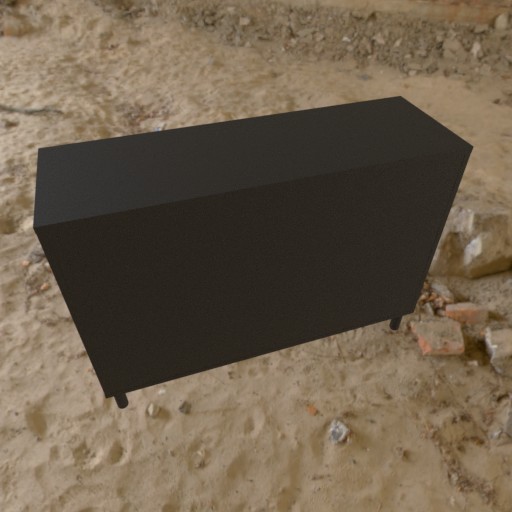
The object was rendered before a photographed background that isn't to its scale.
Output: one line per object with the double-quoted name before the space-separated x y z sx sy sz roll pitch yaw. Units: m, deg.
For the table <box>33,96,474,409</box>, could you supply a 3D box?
"table" 0.000 0.000 1.573 1.200 0.855 0.400 -13 43 -14
